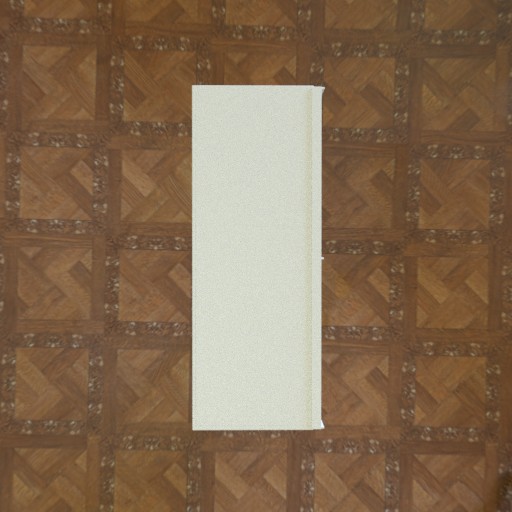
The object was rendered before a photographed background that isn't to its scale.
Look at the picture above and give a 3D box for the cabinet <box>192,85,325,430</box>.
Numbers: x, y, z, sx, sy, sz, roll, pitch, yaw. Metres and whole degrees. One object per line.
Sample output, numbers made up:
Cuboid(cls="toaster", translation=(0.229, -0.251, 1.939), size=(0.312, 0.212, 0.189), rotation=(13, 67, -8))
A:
Cuboid(cls="cabinet", translation=(0.000, 0.000, 2.680), size=(0.480, 2.160, 1.250), rotation=(0, 90, 0))
